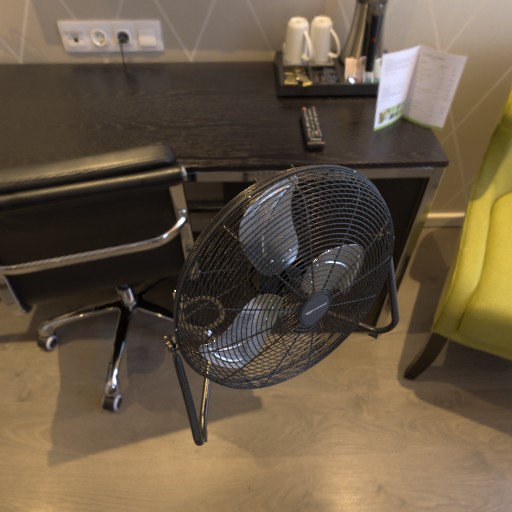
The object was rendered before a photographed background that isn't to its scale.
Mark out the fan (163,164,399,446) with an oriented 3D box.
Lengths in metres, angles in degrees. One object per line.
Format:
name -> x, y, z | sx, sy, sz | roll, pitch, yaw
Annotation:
fan -> 0.000, 0.000, 1.035 | 0.595, 0.605, 0.470 | -25, 52, -21
